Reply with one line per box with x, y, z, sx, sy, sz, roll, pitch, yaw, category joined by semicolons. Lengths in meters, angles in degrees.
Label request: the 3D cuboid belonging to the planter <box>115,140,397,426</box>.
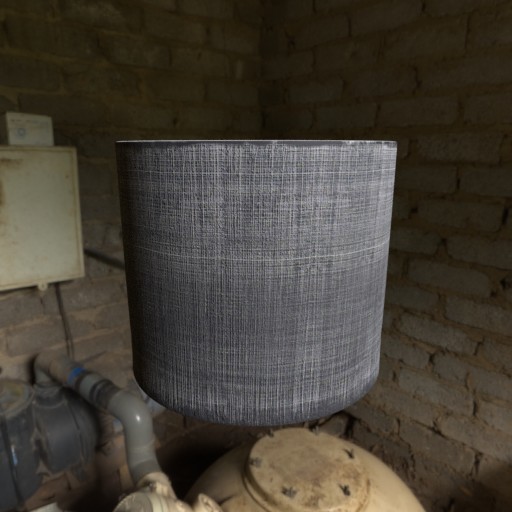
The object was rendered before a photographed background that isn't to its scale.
0.000;0.000;0.444;0.254;0.221;0.254;0;14;0;planter
